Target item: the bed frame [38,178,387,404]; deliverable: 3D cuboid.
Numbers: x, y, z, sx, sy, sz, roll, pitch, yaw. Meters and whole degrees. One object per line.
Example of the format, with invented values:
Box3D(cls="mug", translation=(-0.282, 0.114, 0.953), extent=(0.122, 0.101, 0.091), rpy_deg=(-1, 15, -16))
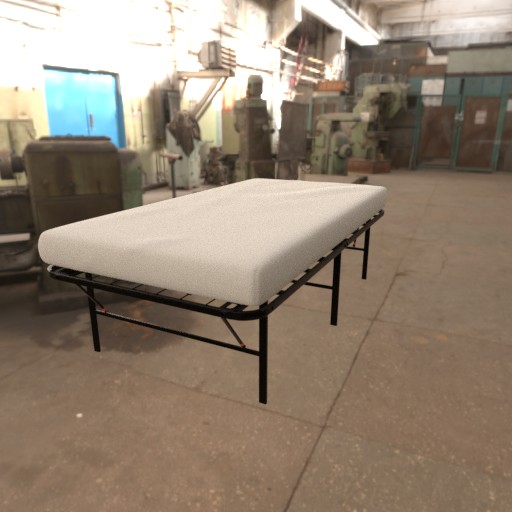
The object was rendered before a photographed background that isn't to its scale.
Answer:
Box3D(cls="bed frame", translation=(0.000, 0.000, 2.392), extent=(0.989, 0.619, 1.903), rpy_deg=(9, 19, 26))
